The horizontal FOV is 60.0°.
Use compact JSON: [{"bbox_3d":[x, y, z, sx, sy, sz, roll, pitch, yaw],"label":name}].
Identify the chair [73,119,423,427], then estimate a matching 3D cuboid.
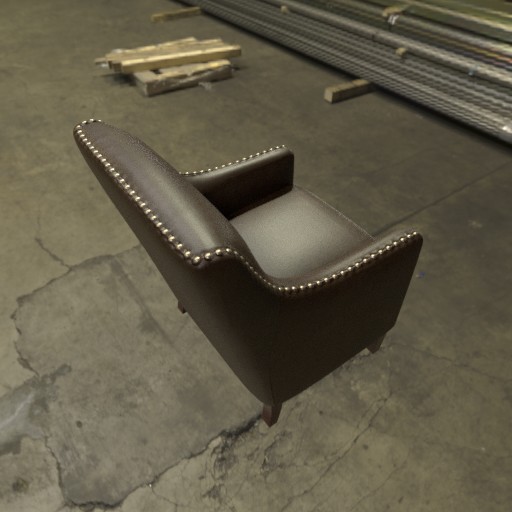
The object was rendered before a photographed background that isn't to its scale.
[{"bbox_3d":[0.000,0.000,1.314,0.704,0.813,0.639,-26,49,-25],"label":"chair"}]
